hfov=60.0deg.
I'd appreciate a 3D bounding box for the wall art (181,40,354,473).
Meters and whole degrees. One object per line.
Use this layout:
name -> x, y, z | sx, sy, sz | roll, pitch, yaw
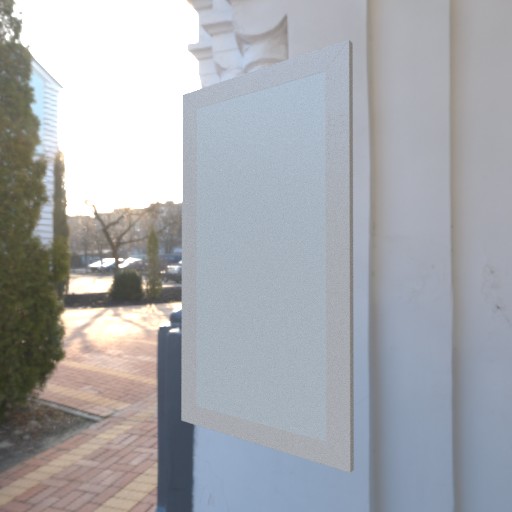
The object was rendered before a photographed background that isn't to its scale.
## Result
wall art -> 0.000, 0.000, 0.818 | 0.380, 0.683, 0.013 | -1, -1, 37
